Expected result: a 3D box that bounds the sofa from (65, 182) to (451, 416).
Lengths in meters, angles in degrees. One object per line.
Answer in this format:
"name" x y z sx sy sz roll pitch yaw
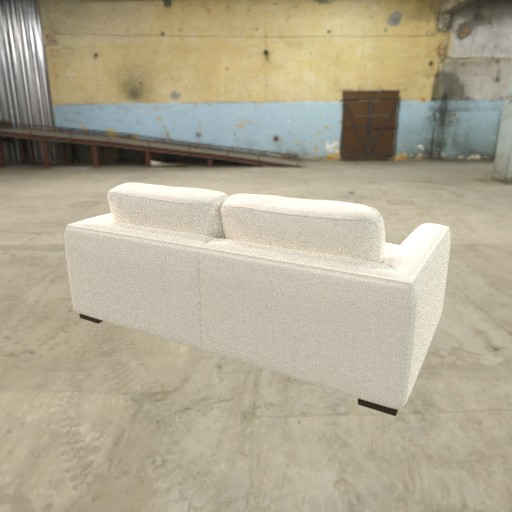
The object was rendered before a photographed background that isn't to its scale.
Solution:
"sofa" 0.000 0.000 2.497 1.920 0.801 1.069 10 19 28
